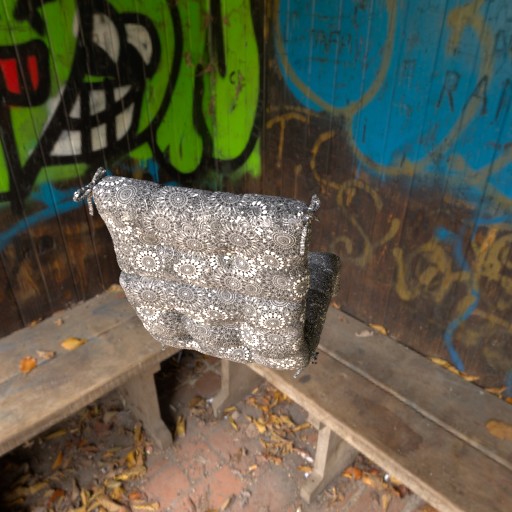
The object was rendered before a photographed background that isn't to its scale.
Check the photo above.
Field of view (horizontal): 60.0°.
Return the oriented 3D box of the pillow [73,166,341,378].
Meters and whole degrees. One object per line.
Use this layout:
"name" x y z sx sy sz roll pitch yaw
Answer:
"pillow" 0.000 0.000 1.479 0.526 0.863 1.016 9 32 15
